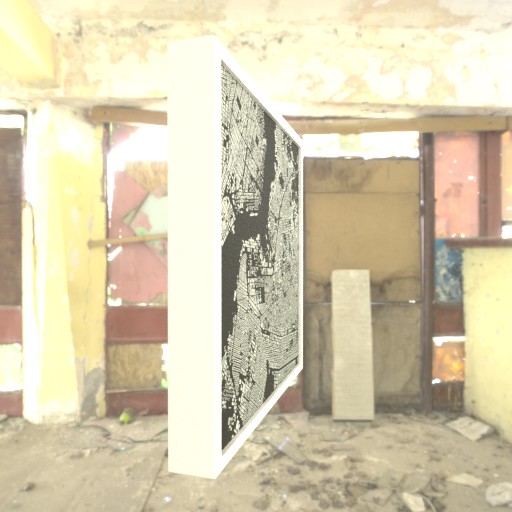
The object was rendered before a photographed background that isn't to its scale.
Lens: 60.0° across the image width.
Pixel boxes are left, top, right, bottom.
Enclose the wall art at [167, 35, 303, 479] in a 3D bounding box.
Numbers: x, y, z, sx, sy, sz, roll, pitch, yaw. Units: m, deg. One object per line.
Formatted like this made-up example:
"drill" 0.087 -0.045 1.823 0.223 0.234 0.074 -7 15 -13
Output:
"wall art" 0.000 0.000 0.455 0.037 0.305 0.305 0 1 17
